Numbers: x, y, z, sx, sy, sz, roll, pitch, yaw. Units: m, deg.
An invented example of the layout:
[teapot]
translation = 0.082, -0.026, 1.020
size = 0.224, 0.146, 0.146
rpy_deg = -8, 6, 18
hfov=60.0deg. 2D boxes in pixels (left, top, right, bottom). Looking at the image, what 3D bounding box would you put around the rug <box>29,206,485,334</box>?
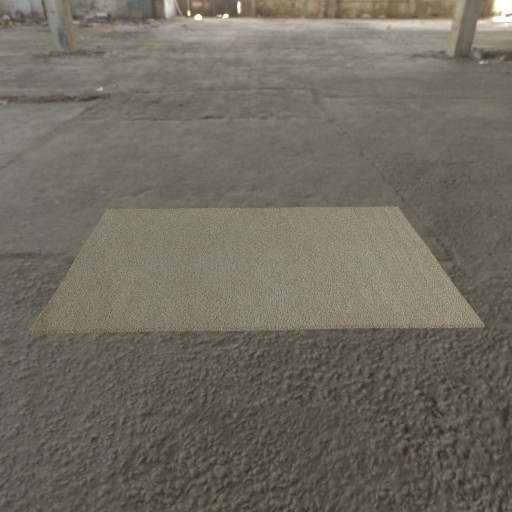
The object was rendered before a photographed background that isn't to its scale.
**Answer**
[rug]
translation = 0.000, 0.000, 2.927
size = 2.346, 0.025, 1.500
rpy_deg = -1, 30, -1
